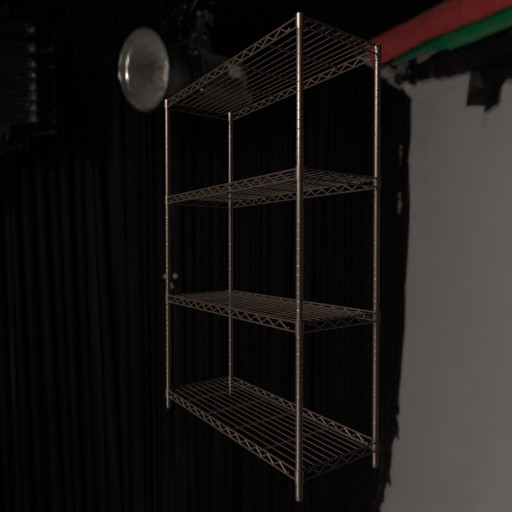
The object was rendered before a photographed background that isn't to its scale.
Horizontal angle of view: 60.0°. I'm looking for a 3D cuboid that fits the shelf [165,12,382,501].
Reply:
[{"bbox_3d":[0.000,0.000,1.696,0.352,1.361,0.907,-1,1,-35],"label":"shelf"}]
